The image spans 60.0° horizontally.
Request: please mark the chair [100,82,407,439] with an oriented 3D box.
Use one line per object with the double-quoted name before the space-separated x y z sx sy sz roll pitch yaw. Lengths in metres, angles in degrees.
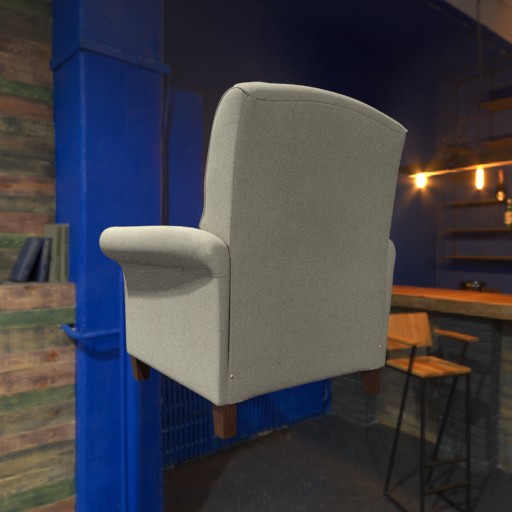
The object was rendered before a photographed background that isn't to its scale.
"chair" 0.000 0.000 1.767 0.978 1.061 0.905 -1 1 -36
